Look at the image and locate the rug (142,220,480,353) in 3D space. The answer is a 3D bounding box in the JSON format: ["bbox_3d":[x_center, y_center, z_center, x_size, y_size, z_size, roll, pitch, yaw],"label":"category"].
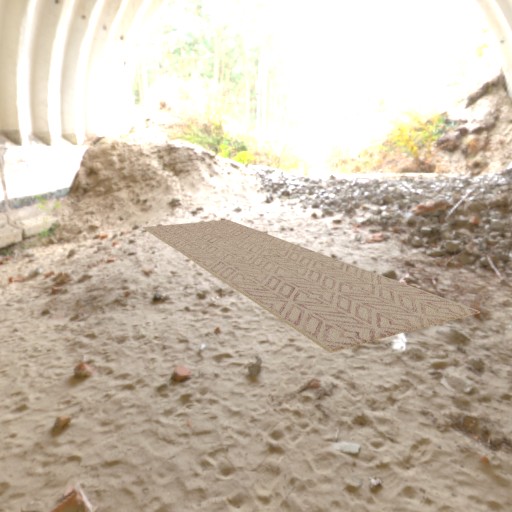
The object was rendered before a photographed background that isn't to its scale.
[{"bbox_3d":[0.000,0.000,2.649,0.750,0.009,2.435,-8,16,-27],"label":"rug"}]
